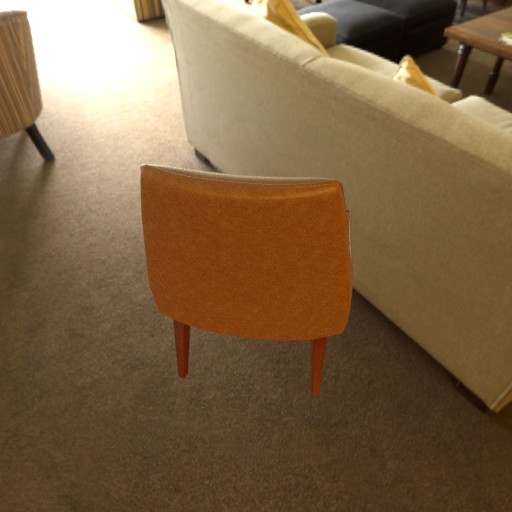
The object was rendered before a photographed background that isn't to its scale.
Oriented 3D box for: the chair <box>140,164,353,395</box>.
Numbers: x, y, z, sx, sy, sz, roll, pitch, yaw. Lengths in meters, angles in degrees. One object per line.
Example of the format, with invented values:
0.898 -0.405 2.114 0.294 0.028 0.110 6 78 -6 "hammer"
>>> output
0.000 0.000 1.217 0.529 0.861 0.544 6 46 6 "chair"
